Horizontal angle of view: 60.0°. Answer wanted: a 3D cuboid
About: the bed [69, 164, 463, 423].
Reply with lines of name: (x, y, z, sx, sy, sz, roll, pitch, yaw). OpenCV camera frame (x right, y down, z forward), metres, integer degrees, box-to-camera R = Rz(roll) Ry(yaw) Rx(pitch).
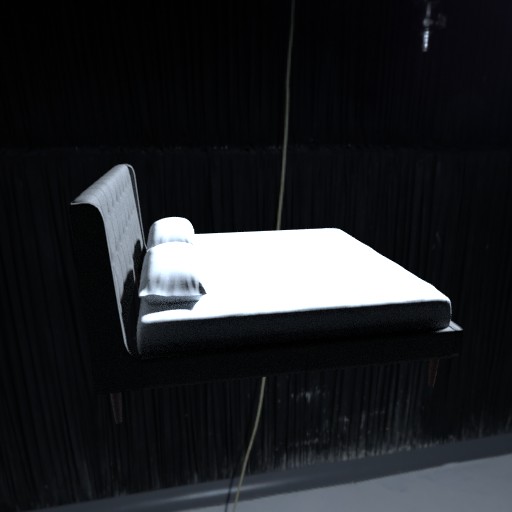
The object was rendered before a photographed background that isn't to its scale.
bed: (0.000, 0.000, 2.533, 1.638, 0.933, 1.531, -3, 17, -10)
